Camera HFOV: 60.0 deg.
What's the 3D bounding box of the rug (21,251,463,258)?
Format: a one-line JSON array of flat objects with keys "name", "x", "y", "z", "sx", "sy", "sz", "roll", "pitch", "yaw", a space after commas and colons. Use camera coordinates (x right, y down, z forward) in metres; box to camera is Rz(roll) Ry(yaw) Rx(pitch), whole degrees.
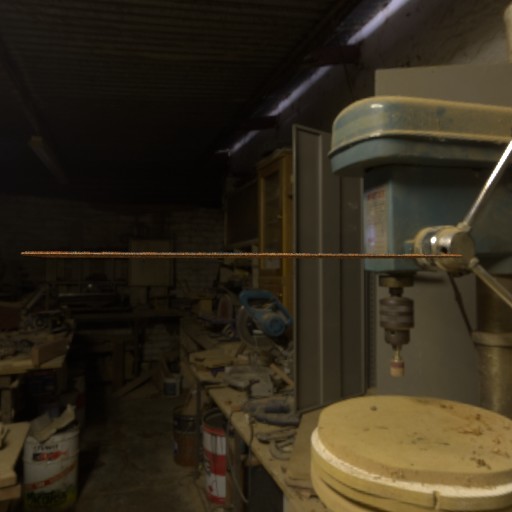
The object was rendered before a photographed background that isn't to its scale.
[{"name": "rug", "x": 0.000, "y": 0.000, "z": 2.013, "sx": 1.820, "sy": 0.013, "sz": 0.556, "roll": 0, "pitch": -1, "yaw": -18}]
